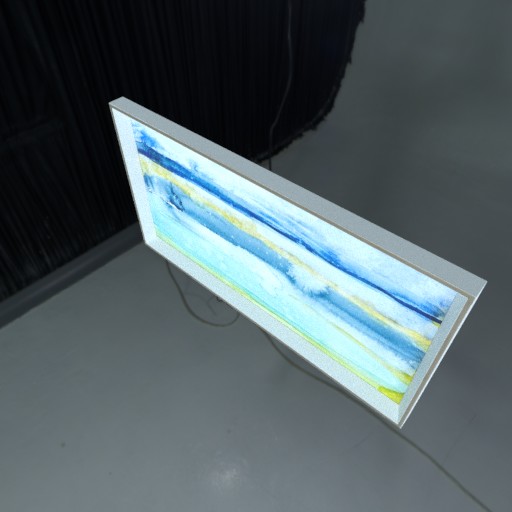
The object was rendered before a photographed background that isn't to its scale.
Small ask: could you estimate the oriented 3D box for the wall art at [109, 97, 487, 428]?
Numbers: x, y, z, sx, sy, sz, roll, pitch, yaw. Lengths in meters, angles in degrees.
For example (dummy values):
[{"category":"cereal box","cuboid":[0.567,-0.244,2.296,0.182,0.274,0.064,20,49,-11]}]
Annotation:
[{"category":"wall art","cuboid":[0.000,0.000,0.940,0.812,0.431,0.038,32,54,27]}]
